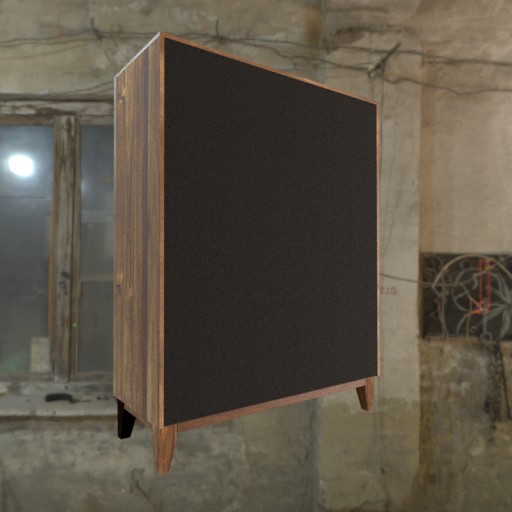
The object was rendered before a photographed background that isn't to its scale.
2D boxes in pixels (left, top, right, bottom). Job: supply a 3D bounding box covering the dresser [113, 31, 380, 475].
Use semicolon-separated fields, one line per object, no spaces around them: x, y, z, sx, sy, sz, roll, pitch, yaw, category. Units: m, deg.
0.000;0.000;1.864;1.062;1.393;0.442;0;-1;-36;dresser
